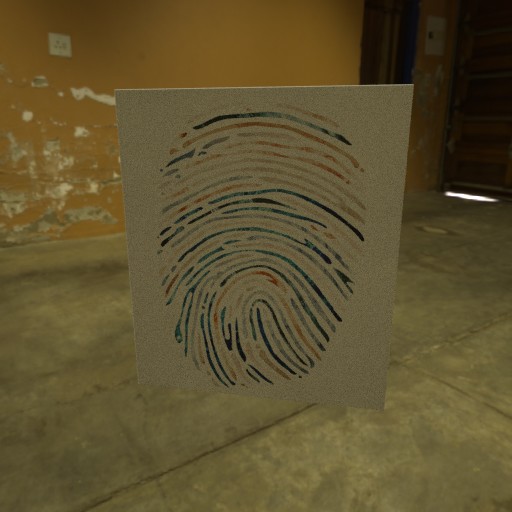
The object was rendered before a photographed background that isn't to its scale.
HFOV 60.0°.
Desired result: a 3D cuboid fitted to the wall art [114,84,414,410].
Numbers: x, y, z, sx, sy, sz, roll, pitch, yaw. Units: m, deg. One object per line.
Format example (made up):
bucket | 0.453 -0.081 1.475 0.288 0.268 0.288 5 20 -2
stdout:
wall art | 0.000 0.000 0.996 0.609 0.710 0.021 3 16 10
